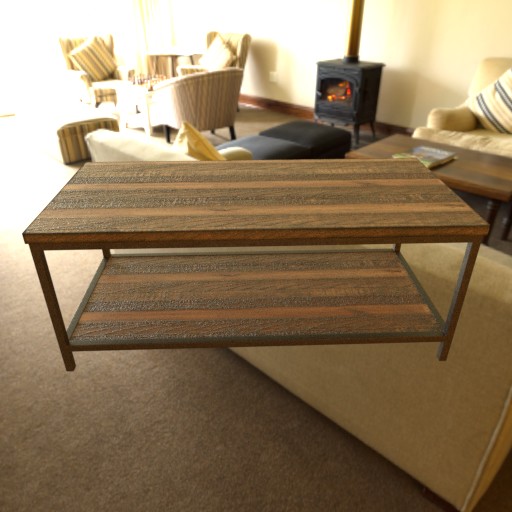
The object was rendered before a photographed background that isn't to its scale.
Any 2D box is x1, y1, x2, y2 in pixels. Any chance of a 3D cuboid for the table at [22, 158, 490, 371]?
[{"bbox_3d":[0.000,0.000,1.231,0.990,0.399,0.452,-1,31,-2],"label":"table"}]
